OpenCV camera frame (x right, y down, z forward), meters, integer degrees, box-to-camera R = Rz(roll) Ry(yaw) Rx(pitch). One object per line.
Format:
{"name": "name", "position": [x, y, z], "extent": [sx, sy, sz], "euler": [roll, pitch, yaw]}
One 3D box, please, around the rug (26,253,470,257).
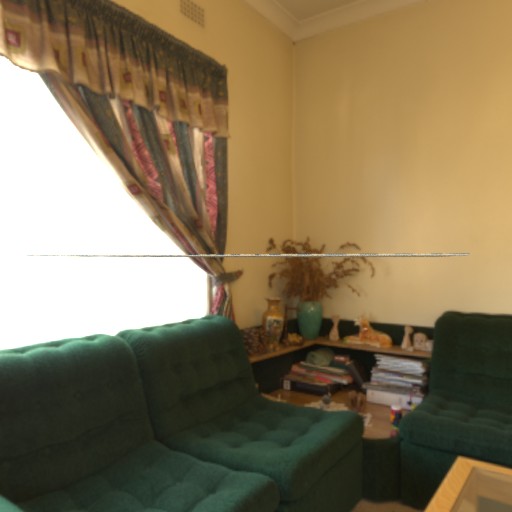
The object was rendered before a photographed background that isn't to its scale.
{"name": "rug", "position": [0.000, 0.000, 3.008], "extent": [2.447, 0.011, 1.520], "euler": [0, 0, 19]}
